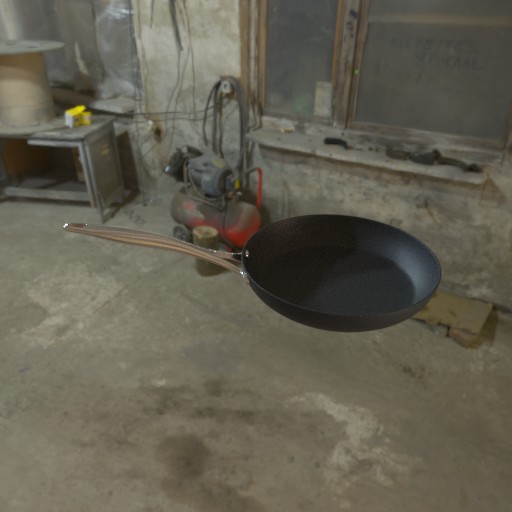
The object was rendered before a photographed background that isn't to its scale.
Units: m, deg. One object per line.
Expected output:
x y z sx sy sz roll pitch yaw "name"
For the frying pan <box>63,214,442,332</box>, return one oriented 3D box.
0.000 0.000 0.579 0.472 0.105 0.255 -1 31 -2 "frying pan"
